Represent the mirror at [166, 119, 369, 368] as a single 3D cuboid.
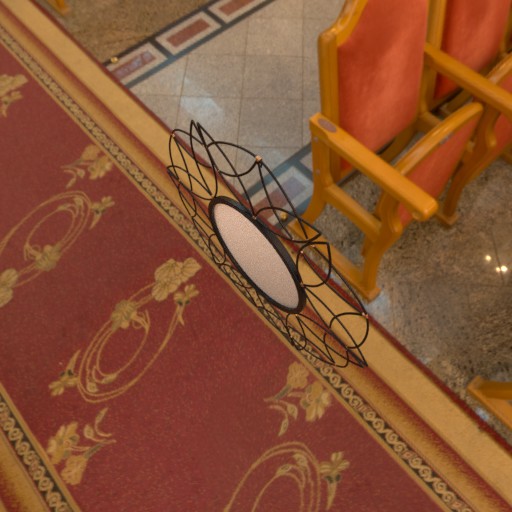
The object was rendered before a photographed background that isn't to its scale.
[{"bbox_3d":[0.000,0.000,1.190,0.028,0.775,0.797,-38,68,-18],"label":"mirror"}]
